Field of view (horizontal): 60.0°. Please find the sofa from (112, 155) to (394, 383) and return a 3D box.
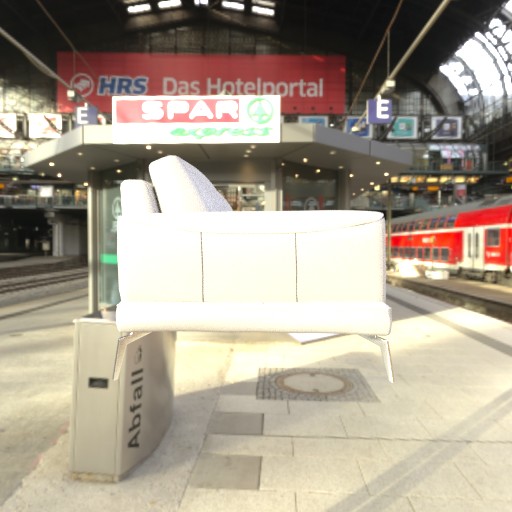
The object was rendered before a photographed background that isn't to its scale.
[{"bbox_3d":[0.000,0.000,2.763,1.121,0.930,2.177,0,2,1],"label":"sofa"}]
